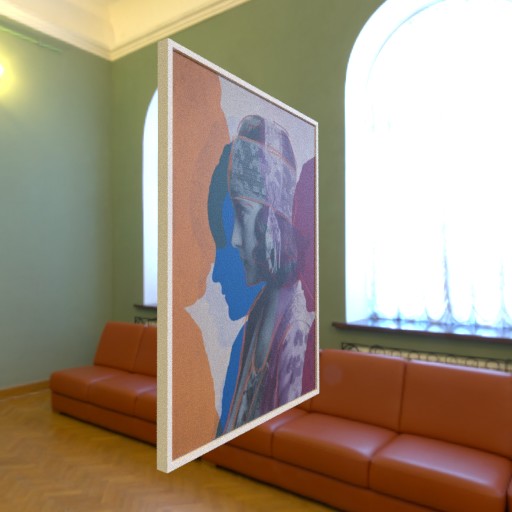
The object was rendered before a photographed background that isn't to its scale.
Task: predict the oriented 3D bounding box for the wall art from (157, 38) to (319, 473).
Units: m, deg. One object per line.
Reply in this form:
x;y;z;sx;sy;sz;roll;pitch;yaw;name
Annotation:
0.000;0.000;1.404;0.039;1.050;0.795;-1;-1;35;wall art
